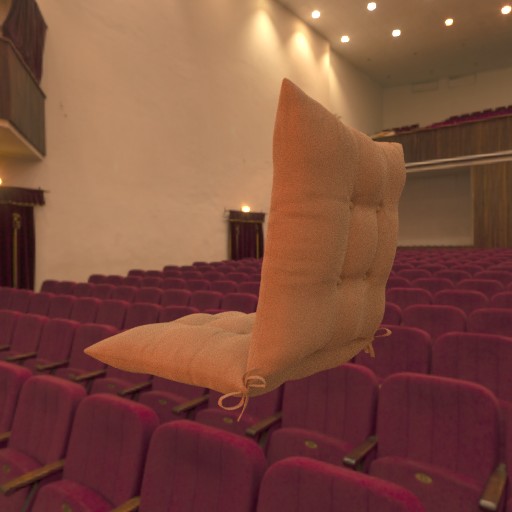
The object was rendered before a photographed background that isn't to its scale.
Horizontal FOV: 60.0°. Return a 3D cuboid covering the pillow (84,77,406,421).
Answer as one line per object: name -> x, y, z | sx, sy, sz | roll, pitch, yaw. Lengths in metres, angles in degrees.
pillow -> 0.000, 0.000, 1.006 | 0.585, 0.536, 0.541 | 1, 1, 38
